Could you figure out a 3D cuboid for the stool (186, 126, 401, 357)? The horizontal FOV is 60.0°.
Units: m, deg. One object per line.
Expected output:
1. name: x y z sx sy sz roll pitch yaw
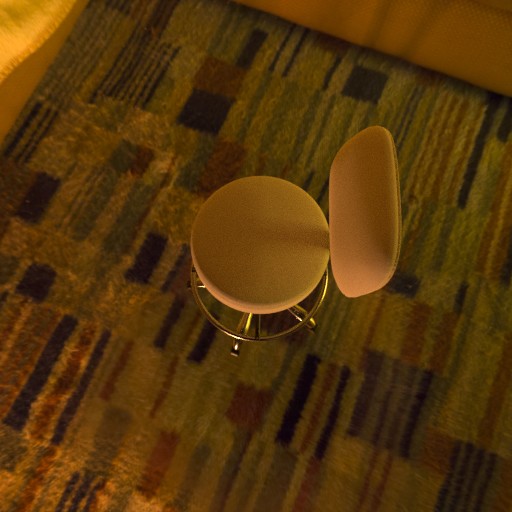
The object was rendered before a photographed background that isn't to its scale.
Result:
1. stool: 0.000 0.000 1.463 0.616 1.080 0.609 2 75 0
